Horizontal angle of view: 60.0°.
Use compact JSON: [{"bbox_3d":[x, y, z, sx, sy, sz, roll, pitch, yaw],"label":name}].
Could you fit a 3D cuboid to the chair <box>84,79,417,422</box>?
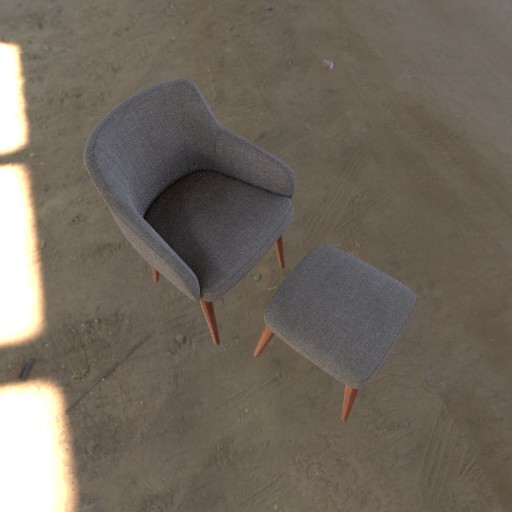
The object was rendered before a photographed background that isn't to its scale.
[{"bbox_3d":[0.000,0.000,1.570,1.107,0.799,0.584,33,63,19],"label":"chair"}]
